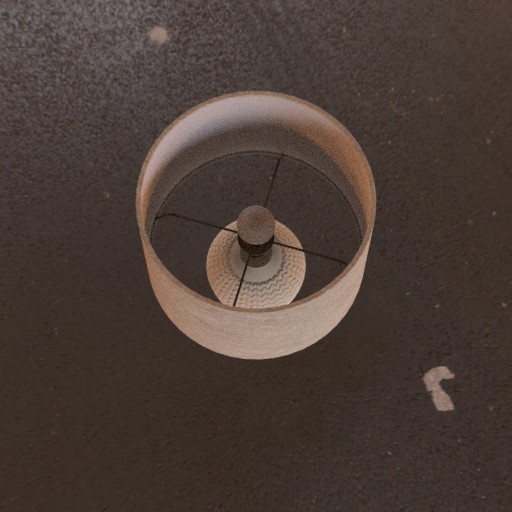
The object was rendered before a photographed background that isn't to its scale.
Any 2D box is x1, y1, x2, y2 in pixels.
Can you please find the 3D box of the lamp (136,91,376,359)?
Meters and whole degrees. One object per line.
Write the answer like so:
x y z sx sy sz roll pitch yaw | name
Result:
0.000 0.000 0.846 0.390 0.580 0.390 0 74 0 | lamp
